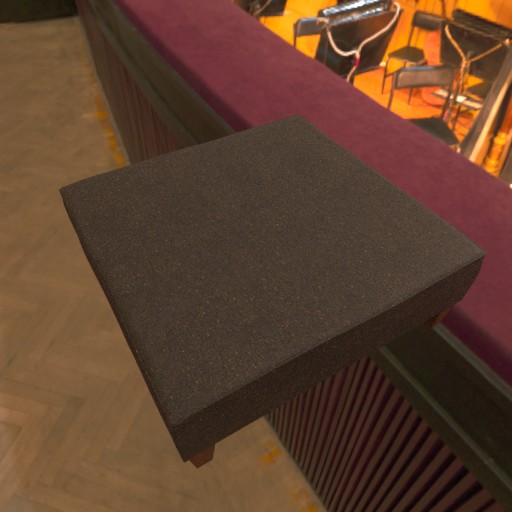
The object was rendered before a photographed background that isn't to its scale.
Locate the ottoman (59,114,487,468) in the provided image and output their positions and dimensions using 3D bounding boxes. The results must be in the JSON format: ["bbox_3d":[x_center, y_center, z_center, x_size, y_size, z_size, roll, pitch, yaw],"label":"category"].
[{"bbox_3d":[0.000,0.000,1.510,1.004,0.382,0.968,-23,50,-21],"label":"ottoman"}]
